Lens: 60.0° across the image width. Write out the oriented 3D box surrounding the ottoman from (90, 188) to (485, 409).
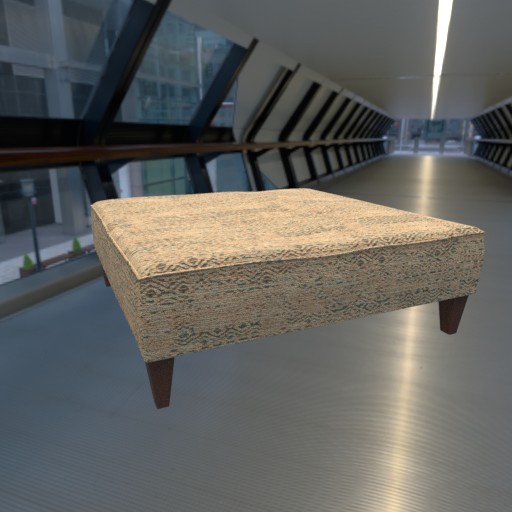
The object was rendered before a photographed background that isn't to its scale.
[{"bbox_3d":[0.000,0.000,1.513,0.968,0.356,1.004,-7,17,-24],"label":"ottoman"}]
